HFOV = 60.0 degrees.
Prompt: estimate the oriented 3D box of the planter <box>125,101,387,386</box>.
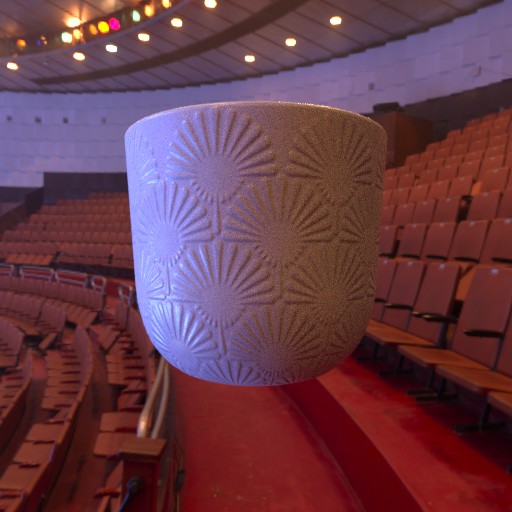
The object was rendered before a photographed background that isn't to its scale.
[{"bbox_3d":[0.000,0.000,0.299,0.170,0.152,0.170,0,0,0],"label":"planter"}]
